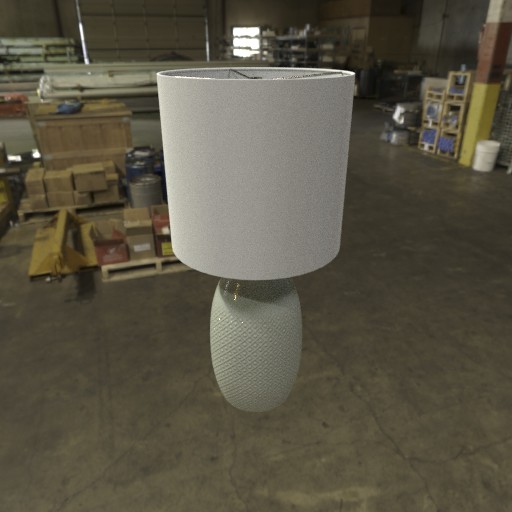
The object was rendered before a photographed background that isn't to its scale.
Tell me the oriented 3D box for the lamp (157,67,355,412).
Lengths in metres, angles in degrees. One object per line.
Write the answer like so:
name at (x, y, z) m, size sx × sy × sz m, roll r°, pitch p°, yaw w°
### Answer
lamp at (0.000, 0.000, 0.590) m, size 0.217 × 0.453 × 0.217 m, roll -8°, pitch 27°, yaw -17°
